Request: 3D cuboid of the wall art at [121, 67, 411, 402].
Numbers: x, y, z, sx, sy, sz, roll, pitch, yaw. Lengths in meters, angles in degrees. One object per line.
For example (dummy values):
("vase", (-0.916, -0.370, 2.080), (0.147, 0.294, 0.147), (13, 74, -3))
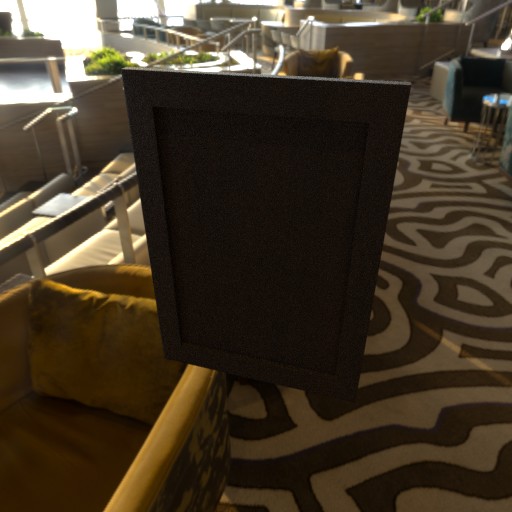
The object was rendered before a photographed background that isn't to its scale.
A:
("wall art", (0.000, 0.000, 0.669), (0.359, 0.513, 0.017), (9, 33, 14))
